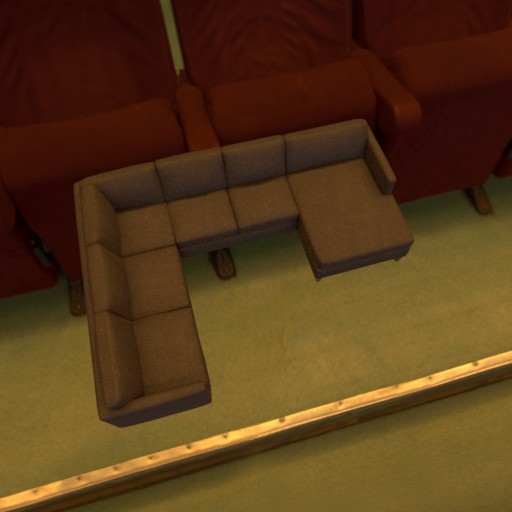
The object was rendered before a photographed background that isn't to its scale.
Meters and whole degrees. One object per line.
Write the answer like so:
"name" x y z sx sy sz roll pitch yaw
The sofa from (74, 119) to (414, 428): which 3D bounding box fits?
"sofa" 0.000 0.000 4.700 3.460 0.961 2.594 -14 63 -7
